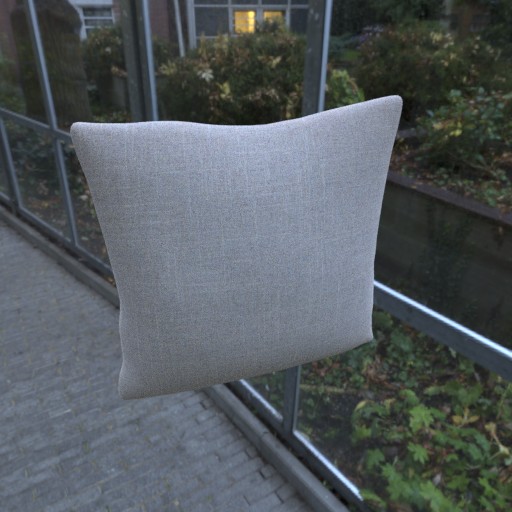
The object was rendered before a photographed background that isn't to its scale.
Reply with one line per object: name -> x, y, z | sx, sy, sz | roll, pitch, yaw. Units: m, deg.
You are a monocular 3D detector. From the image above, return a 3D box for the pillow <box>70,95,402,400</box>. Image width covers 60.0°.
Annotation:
pillow -> 0.000, 0.000, 0.845 | 0.578, 0.558, 0.192 | -9, 29, -16
